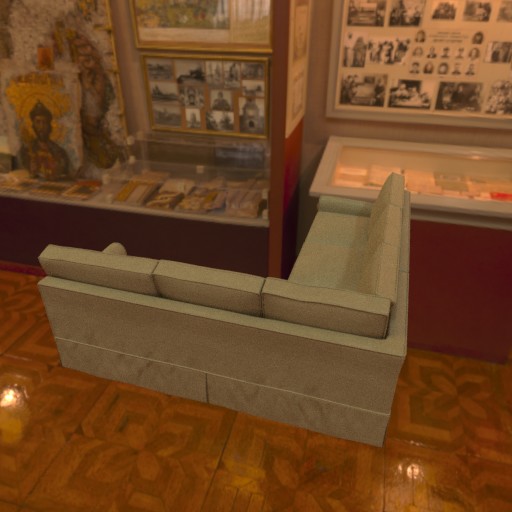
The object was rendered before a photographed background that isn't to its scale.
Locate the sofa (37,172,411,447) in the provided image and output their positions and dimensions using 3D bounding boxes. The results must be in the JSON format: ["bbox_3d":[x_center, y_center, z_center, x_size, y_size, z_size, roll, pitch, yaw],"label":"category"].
[{"bbox_3d":[0.000,0.000,4.104,2.623,1.081,2.618,9,32,14],"label":"sofa"}]
